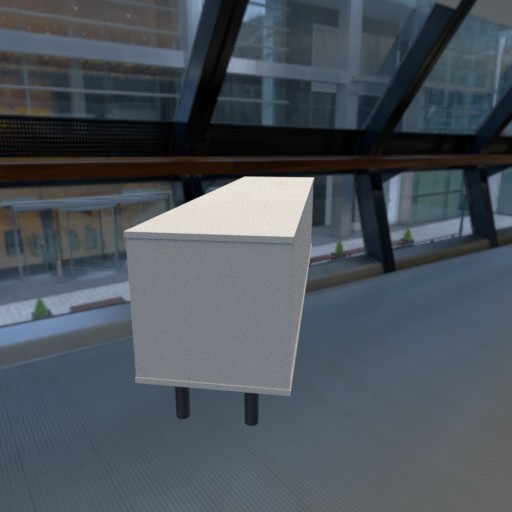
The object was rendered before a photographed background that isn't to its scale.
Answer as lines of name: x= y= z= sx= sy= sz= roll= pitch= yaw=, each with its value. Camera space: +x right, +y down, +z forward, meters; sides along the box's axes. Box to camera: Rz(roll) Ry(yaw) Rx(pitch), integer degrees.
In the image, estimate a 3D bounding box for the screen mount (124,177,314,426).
screen mount: x=0.000 y=0.000 z=1.844 sx=0.418 sy=0.520 sz=1.600 roll=2 pitch=15 yaw=9
